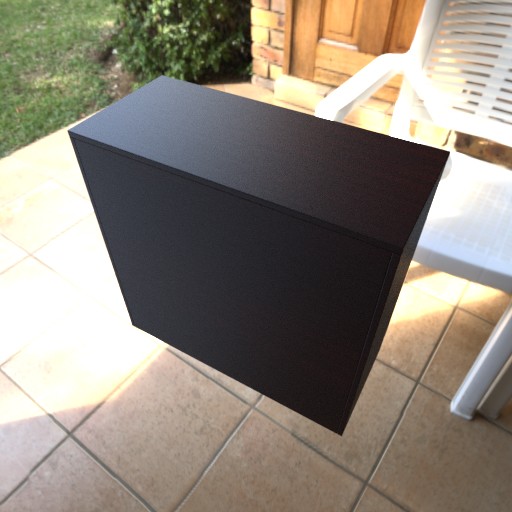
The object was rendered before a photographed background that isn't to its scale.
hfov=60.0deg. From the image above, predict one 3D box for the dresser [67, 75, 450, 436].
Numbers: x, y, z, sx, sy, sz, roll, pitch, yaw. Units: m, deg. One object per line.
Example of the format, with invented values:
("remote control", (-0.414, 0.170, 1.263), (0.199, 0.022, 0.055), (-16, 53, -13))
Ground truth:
("dresser", (0.000, 0.000, 1.206), (0.750, 0.720, 0.360), (22, 49, 21))
